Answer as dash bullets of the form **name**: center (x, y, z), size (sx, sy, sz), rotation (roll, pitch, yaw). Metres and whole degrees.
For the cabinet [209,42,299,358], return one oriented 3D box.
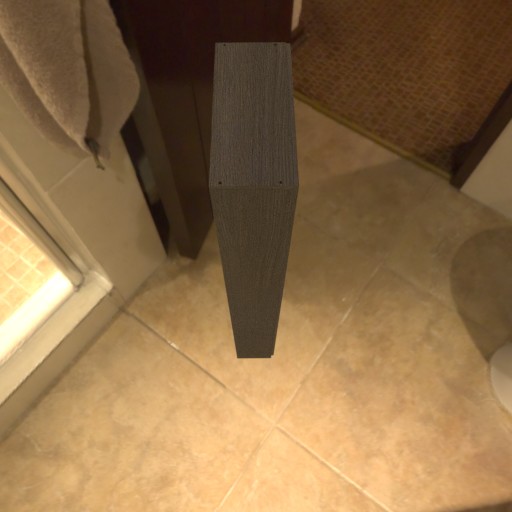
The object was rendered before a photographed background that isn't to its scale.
- **cabinet**: center (0.000, 0.000, 1.976), size (0.230, 1.790, 0.500), rotation (0, 64, 0)
